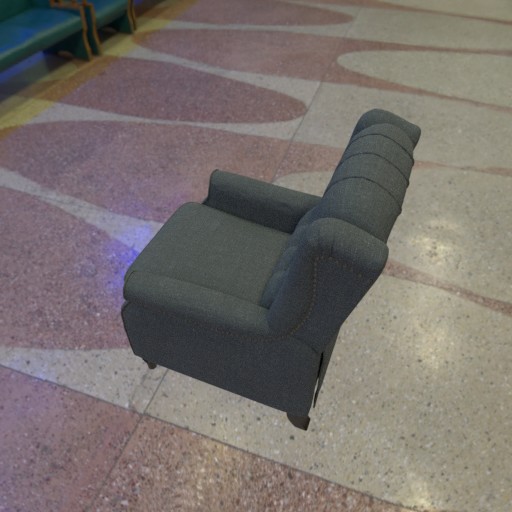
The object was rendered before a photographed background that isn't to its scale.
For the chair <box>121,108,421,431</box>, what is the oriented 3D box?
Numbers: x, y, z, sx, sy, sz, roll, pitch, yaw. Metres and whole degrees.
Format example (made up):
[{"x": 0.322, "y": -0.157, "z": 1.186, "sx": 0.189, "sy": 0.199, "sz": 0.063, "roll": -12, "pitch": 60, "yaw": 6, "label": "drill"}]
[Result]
[{"x": 0.000, "y": 0.000, "z": 1.636, "sx": 0.898, "sy": 1.035, "sz": 0.742, "roll": 16, "pitch": 47, "yaw": 15, "label": "chair"}]
